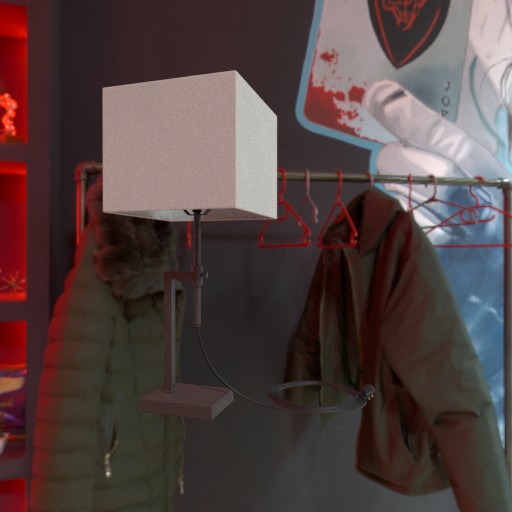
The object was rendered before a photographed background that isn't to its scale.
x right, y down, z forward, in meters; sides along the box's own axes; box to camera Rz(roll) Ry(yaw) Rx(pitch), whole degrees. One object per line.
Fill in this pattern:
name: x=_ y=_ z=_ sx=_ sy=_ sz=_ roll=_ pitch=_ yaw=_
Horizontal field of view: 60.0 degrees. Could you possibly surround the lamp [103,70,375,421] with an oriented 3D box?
lamp: x=0.000 y=0.000 z=0.983 sx=0.504 sy=0.660 sz=0.399 roll=0 pitch=1 yaw=18
